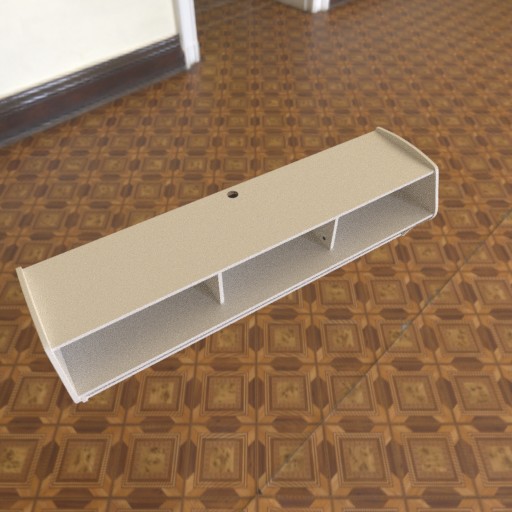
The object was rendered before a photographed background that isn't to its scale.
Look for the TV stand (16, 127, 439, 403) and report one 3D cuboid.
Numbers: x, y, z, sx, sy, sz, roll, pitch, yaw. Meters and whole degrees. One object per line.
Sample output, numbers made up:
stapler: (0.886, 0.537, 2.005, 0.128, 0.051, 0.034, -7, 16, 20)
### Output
TV stand: (0.000, 0.000, 1.637, 1.473, 0.424, 0.397, -25, 53, -21)
